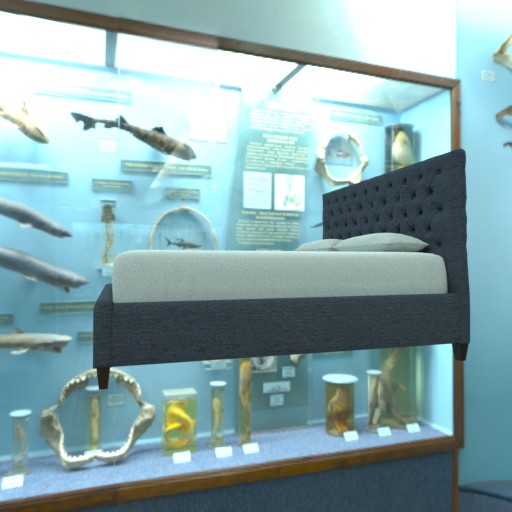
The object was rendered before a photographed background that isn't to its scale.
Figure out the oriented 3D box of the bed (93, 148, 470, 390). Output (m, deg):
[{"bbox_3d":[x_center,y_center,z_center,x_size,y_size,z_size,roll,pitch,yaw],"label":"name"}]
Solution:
[{"bbox_3d":[0.000,0.000,3.596,2.387,1.427,2.078,0,-1,-17],"label":"bed"}]
